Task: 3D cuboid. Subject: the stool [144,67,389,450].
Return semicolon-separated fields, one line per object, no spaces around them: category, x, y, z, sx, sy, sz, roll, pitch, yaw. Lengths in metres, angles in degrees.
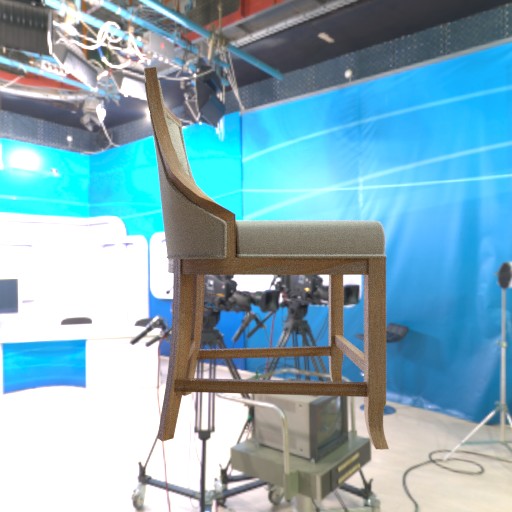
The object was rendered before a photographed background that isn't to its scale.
stool;0.000;0.000;1.319;0.626;0.938;0.524;0;0;-1
